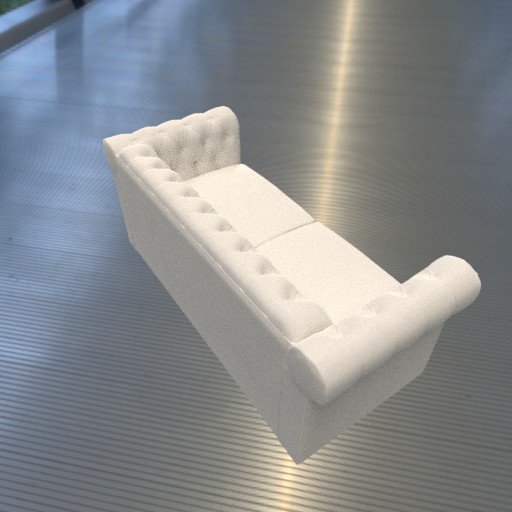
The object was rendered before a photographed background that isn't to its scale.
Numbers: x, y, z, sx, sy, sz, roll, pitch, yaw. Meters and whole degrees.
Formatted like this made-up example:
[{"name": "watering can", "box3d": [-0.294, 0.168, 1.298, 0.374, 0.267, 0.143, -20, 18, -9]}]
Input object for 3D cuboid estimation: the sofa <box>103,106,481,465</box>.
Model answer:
[{"name": "sofa", "box3d": [0.000, 0.000, 2.189, 0.771, 0.796, 1.798, -25, 48, -25]}]
